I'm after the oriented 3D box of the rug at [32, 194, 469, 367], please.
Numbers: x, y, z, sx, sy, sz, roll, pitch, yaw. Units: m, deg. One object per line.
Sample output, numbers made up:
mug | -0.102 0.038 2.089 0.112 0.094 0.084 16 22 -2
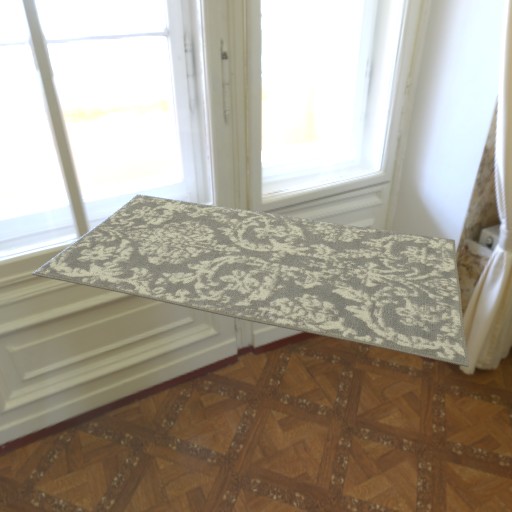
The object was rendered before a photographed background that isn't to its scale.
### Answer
rug | 0.000 0.000 1.414 1.219 0.007 0.604 10 34 15
